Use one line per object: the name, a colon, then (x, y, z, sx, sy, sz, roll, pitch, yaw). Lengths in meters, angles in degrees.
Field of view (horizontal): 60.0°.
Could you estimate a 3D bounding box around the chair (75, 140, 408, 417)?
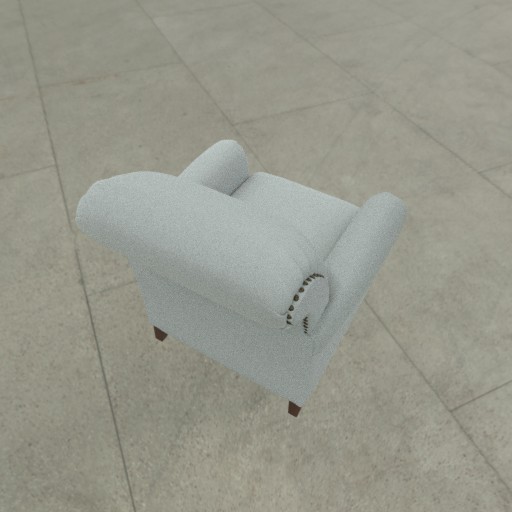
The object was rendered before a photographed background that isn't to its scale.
chair: (0.000, 0.000, 1.627, 0.854, 0.927, 0.890, 24, 51, 20)
